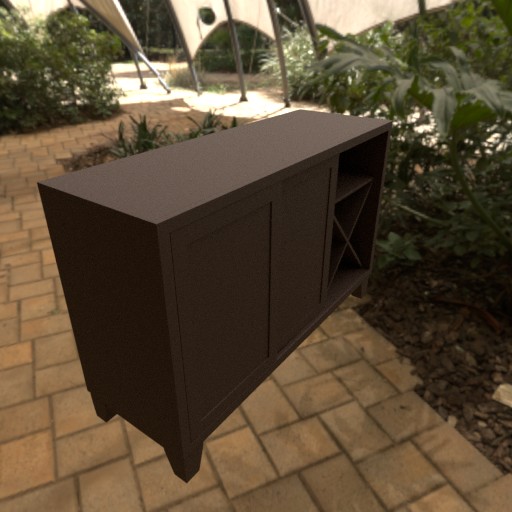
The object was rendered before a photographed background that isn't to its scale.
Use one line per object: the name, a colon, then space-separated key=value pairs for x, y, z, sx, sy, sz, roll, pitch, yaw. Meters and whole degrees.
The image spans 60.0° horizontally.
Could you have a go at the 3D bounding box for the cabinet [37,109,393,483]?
cabinet: x=0.000 y=0.000 z=1.813 sx=0.482 sy=0.914 sz=1.396 roll=19 pitch=34 yaw=31
